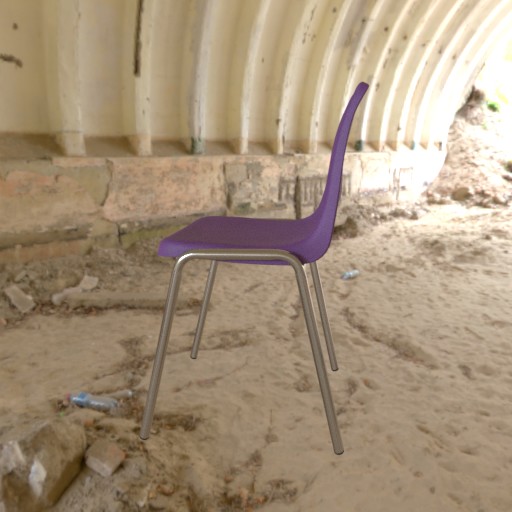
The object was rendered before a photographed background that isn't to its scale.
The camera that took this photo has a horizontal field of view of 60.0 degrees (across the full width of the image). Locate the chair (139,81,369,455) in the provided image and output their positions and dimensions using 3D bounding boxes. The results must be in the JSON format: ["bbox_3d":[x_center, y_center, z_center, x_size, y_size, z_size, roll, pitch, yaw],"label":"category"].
[{"bbox_3d":[0.000,0.000,0.976,0.432,0.704,0.381,2,14,8],"label":"chair"}]
